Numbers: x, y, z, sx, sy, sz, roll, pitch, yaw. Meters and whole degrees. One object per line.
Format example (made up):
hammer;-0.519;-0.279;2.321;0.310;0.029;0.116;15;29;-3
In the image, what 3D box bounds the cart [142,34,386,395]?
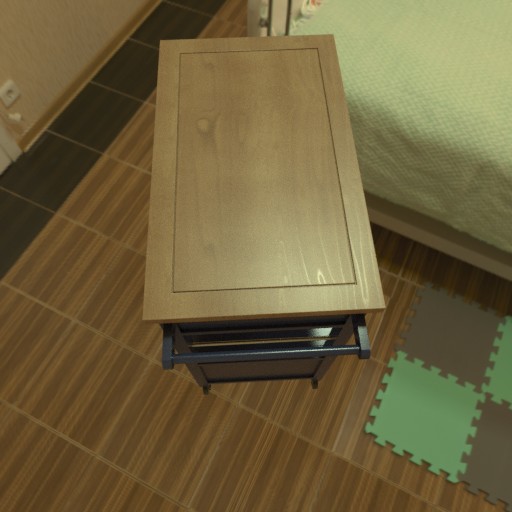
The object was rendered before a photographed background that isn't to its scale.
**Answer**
cart;0.000;0.000;1.383;0.459;0.901;0.840;-3;64;-1
